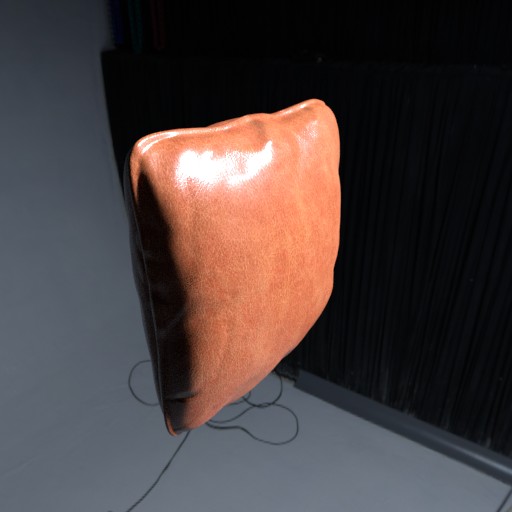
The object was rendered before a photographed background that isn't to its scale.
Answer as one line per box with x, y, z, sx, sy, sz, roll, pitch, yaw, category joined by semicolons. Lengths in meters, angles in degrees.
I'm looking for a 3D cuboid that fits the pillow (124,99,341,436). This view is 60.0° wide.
0.000;0.000;0.839;0.236;0.523;0.532;17;31;31;pillow
